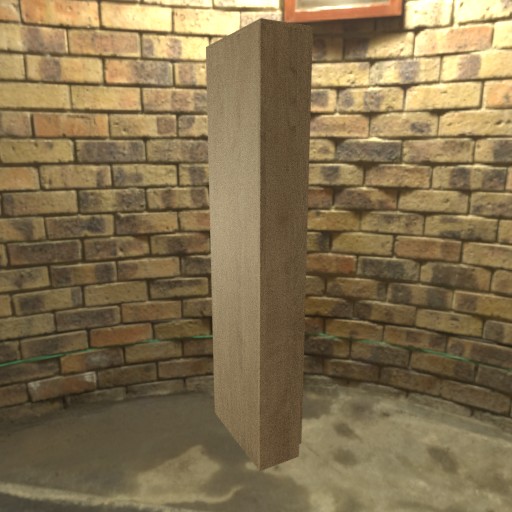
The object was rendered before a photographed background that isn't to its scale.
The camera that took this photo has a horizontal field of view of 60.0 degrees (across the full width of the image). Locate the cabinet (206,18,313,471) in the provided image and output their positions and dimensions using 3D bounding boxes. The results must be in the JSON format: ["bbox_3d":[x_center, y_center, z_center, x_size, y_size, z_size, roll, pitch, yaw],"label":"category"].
[{"bbox_3d":[0.000,0.000,1.979,0.230,1.790,0.500,-7,15,-27],"label":"cabinet"}]
